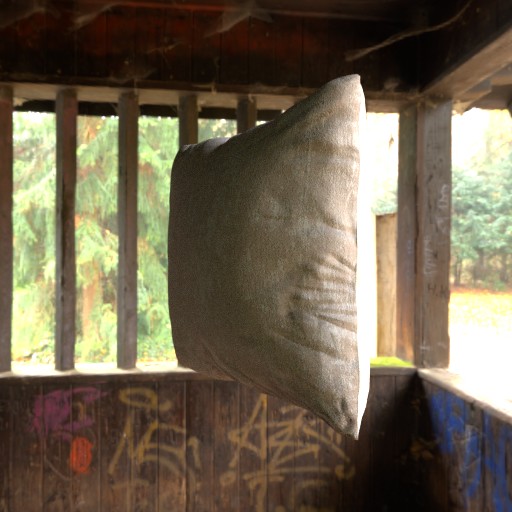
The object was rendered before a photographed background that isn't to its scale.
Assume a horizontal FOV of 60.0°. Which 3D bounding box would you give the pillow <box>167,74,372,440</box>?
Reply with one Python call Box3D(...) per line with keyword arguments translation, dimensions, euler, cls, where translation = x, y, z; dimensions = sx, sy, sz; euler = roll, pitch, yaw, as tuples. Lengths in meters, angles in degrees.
Box3D(translation=(0.000, 0.000, 0.721), dimensions=(0.245, 0.448, 0.450), euler=(0, 0, -35), cls="pillow")
